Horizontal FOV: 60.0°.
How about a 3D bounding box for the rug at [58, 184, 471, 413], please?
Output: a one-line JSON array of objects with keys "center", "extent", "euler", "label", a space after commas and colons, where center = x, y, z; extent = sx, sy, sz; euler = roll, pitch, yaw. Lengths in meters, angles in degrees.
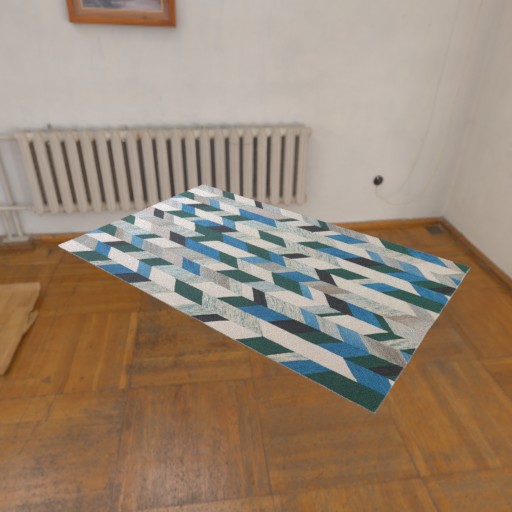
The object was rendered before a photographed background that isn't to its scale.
[{"center": [0.000, 0.000, 3.043], "extent": [2.433, 0.007, 1.507], "euler": [21, 37, 32], "label": "rug"}]
